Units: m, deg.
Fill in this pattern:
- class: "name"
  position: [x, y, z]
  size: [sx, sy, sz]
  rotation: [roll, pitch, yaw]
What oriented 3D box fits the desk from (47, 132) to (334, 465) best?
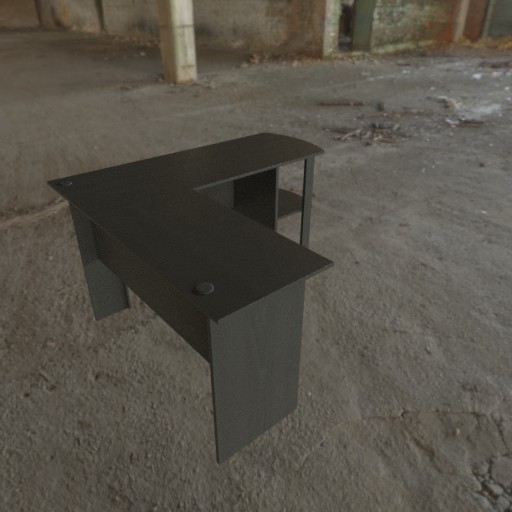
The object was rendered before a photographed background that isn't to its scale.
- class: "desk"
  position: [0.000, 0.000, 2.120]
  size: [1.361, 0.716, 1.303]
  rotation: [-23, 37, -34]
